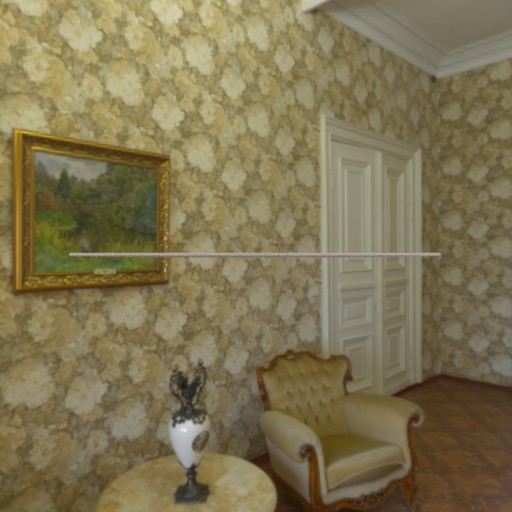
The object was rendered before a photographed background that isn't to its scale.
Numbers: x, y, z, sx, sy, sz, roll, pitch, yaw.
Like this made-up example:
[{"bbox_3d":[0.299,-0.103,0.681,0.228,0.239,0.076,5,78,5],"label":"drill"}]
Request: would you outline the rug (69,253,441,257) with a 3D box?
[{"bbox_3d":[0.000,0.000,2.942,1.528,0.014,2.294,0,0,0],"label":"rug"}]
